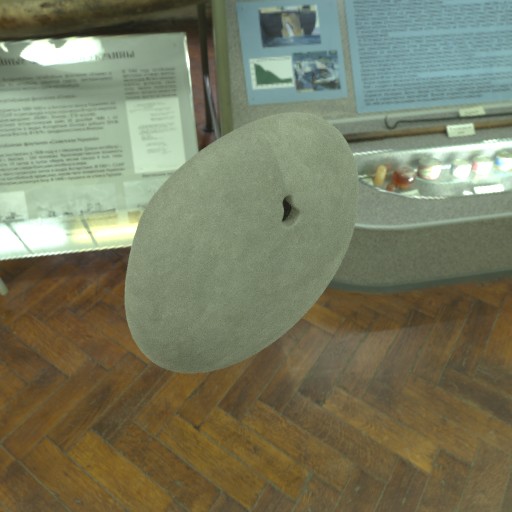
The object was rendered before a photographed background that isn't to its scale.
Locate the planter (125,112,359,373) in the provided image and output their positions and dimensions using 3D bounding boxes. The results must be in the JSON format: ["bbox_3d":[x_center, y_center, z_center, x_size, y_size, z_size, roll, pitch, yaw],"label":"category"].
[{"bbox_3d":[0.000,0.000,0.291,0.185,0.188,0.071,-32,54,-27],"label":"planter"}]
